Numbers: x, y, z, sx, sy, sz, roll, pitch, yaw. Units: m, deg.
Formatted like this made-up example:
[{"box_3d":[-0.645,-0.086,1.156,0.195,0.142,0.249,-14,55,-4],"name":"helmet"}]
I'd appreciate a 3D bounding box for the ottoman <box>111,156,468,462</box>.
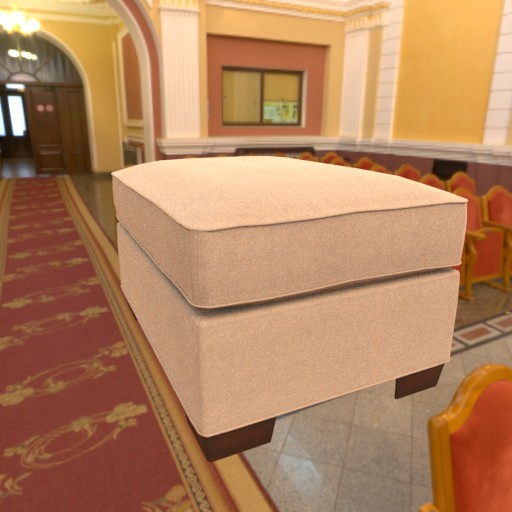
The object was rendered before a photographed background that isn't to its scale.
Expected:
[{"box_3d":[0.000,0.000,1.207,0.617,0.503,0.846,-8,19,-24],"name":"ottoman"}]
